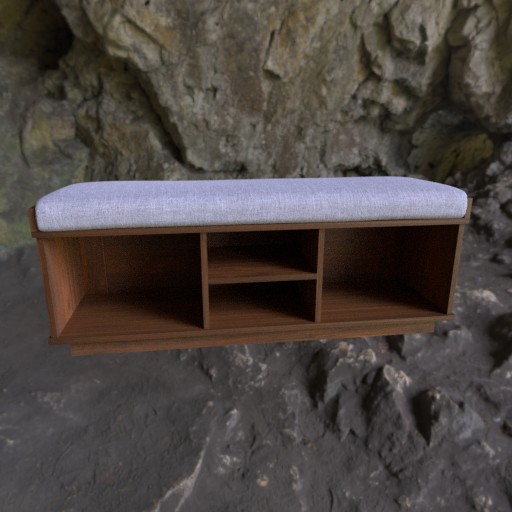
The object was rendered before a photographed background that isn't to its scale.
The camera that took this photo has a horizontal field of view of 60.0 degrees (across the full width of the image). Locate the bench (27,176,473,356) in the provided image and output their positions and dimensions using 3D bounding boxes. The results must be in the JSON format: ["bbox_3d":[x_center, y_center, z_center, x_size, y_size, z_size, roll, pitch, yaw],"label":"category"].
[{"bbox_3d":[0.000,0.000,1.399,1.196,0.468,0.367,-2,18,-7],"label":"bench"}]
